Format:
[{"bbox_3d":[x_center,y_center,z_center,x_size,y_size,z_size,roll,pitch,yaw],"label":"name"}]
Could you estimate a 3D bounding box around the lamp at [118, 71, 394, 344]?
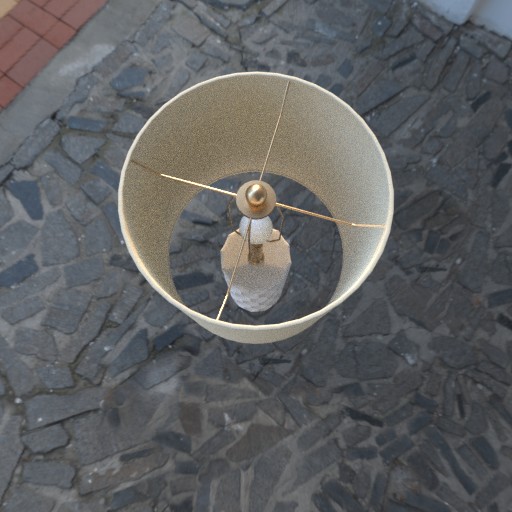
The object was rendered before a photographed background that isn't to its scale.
[{"bbox_3d":[0.000,0.000,0.704,0.277,0.537,0.277,-35,79,-8],"label":"lamp"}]
